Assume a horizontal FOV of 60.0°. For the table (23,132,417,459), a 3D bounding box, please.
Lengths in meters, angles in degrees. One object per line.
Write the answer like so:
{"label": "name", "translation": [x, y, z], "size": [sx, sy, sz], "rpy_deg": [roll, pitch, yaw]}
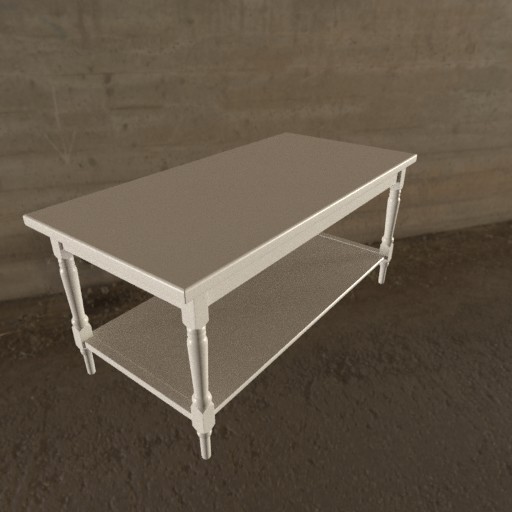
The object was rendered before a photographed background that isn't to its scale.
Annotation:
{"label": "table", "translation": [0.000, 0.000, 1.411], "size": [0.550, 0.510, 1.107], "rpy_deg": [20, 34, 33]}
